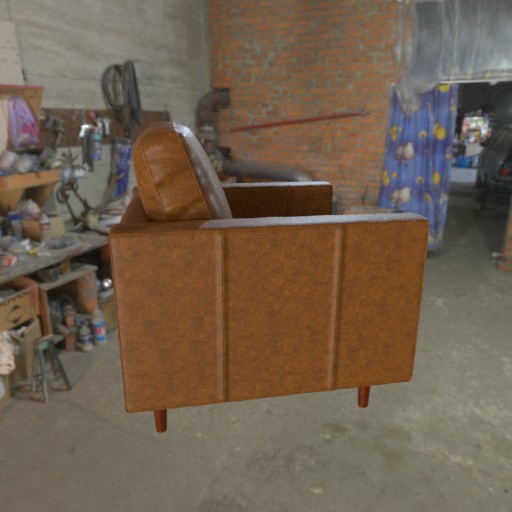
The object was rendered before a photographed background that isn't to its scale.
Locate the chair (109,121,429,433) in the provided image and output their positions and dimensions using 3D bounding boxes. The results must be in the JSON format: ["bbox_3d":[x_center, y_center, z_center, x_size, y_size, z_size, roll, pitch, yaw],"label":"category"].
[{"bbox_3d":[0.000,0.000,1.643,0.909,0.956,0.890,-3,17,-10],"label":"chair"}]
